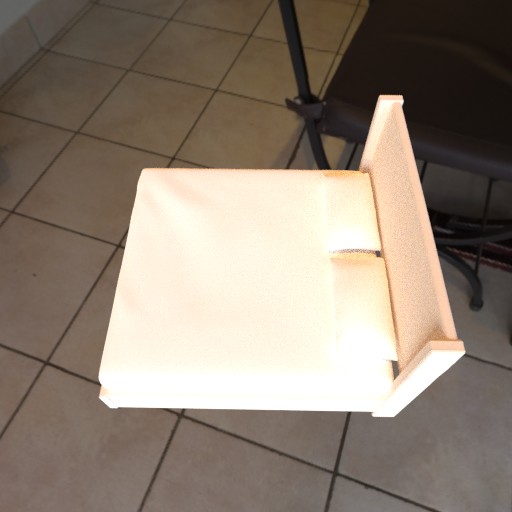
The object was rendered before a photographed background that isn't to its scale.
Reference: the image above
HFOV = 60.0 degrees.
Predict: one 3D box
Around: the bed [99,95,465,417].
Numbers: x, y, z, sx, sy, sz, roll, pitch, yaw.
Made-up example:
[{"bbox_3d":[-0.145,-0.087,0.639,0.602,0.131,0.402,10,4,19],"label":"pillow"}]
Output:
[{"bbox_3d":[0.000,0.000,3.572,2.293,1.471,2.145,1,57,1],"label":"bed"}]
